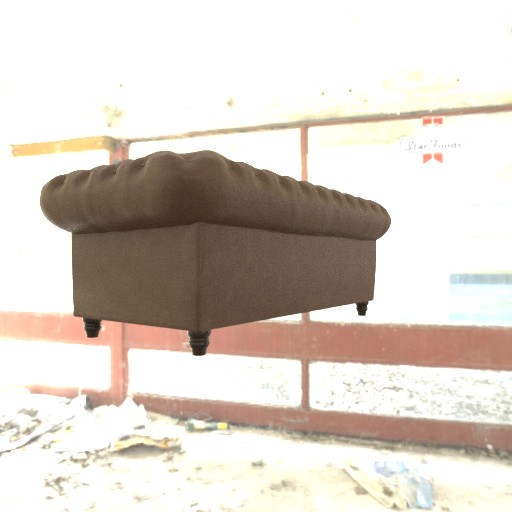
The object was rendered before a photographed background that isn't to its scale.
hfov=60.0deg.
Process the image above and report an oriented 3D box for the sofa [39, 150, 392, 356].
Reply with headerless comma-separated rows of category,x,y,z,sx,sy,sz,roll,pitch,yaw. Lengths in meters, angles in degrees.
sofa,0.000,0.000,2.516,0.955,0.784,2.048,-1,-1,36
